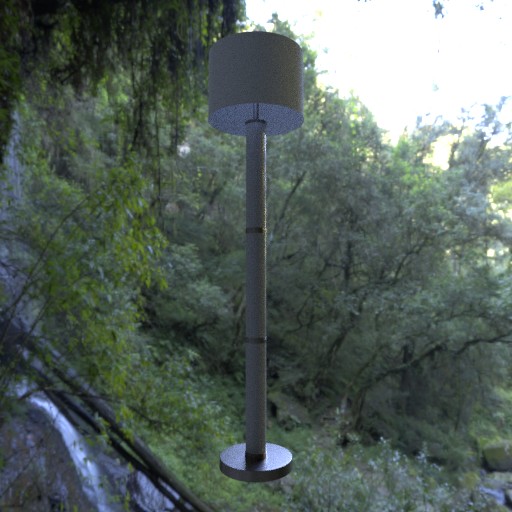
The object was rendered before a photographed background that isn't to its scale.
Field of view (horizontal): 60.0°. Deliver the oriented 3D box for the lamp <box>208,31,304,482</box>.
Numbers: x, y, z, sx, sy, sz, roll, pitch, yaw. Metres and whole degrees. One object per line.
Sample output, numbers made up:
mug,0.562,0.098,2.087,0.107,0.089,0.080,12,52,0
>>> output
lamp,0.000,0.000,1.728,0.377,1.599,0.377,2,-3,-36
